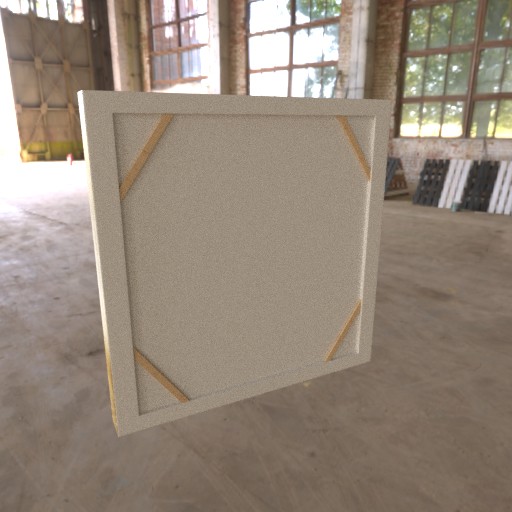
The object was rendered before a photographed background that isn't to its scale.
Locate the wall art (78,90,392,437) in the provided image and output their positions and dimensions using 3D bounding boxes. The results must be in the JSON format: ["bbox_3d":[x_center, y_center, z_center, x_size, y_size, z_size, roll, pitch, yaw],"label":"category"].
[{"bbox_3d":[0.000,0.000,0.600,0.405,0.407,0.038,-8,18,-26],"label":"wall art"}]
